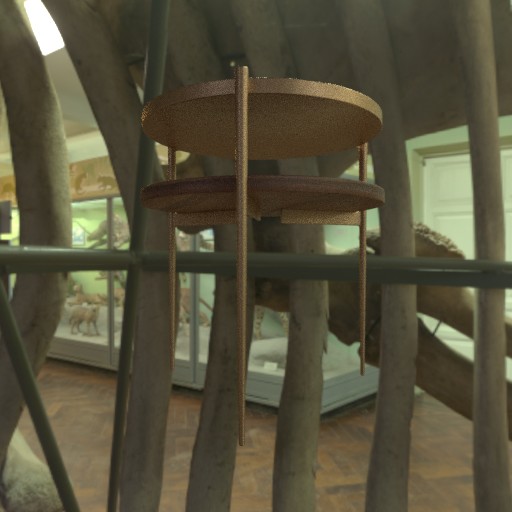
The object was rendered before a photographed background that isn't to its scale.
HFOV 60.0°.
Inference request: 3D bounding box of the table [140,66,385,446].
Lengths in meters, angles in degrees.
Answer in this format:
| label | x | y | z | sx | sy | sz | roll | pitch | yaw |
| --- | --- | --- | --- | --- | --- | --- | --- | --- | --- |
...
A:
| label | x | y | z | sx | sy | sz | roll | pitch | yaw |
| --- | --- | --- | --- | --- | --- | --- | --- | --- | --- |
| table | 0.000 | 0.000 | 0.817 | 0.456 | 0.493 | 0.430 | 0 | 1 | 36 |
